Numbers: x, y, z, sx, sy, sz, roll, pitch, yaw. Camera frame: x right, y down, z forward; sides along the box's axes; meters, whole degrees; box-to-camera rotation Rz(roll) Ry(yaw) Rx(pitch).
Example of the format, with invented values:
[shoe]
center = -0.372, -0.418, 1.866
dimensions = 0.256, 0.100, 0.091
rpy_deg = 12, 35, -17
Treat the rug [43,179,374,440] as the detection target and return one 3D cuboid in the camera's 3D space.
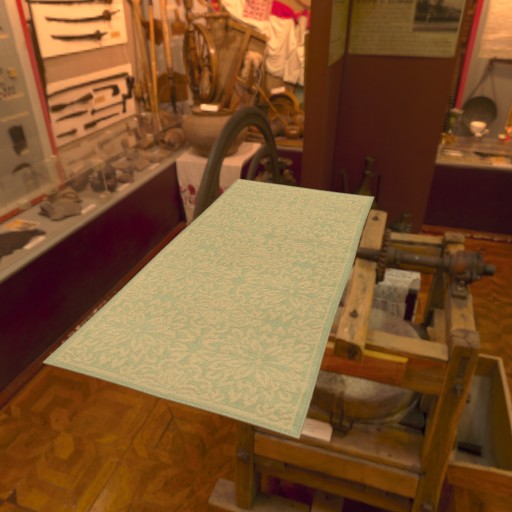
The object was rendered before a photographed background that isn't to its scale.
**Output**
[rug]
center = 0.000, 0.000, 1.417
dimensions = 0.604, 0.007, 1.219
rpy_deg = 10, 32, 17
